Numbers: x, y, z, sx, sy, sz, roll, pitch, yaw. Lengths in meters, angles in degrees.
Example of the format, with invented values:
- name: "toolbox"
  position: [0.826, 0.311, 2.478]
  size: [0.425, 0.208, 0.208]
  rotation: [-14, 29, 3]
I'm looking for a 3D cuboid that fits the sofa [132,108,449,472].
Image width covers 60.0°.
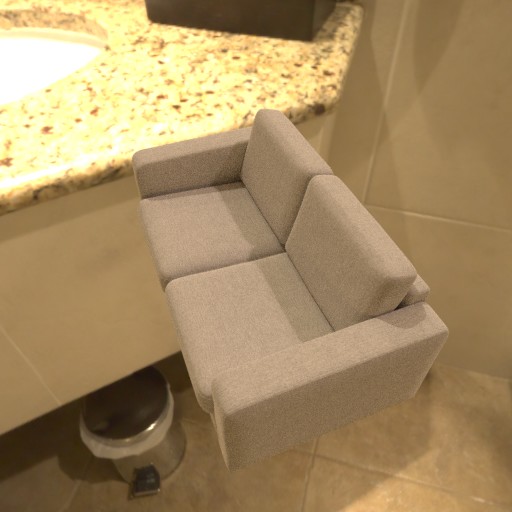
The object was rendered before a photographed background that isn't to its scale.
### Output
- name: "sofa"
  position: [0.000, 0.000, 2.062]
  size: [0.900, 0.800, 1.540]
  rotation: [-16, 49, -15]
